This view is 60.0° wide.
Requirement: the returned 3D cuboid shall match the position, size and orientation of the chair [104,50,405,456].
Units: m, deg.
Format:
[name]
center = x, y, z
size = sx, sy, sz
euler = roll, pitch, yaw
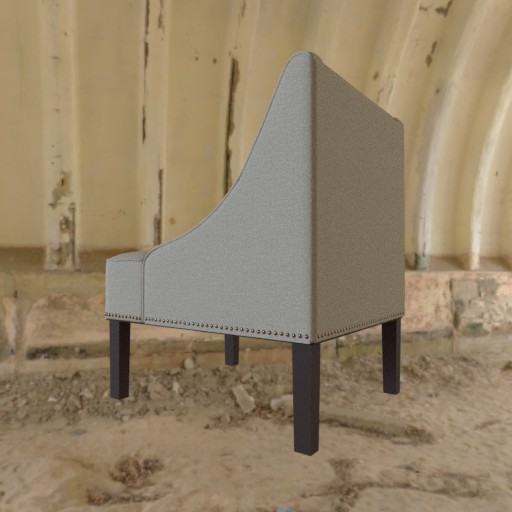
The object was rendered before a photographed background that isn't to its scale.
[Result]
[chair]
center = 0.000, 0.000, 1.372
size = 0.737, 0.864, 0.610
euler = -1, -1, 36
